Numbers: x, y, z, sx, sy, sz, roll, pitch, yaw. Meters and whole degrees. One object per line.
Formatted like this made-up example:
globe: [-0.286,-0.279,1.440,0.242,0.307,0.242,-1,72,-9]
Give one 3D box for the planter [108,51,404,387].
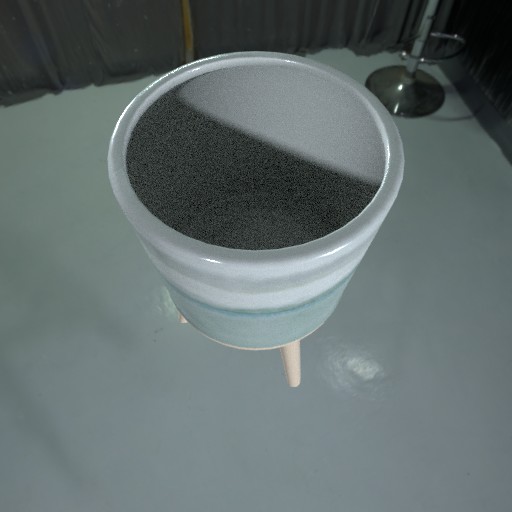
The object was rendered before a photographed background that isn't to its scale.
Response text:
planter: [0.000,0.000,0.570,0.265,0.404,0.265,-14,60,-8]
